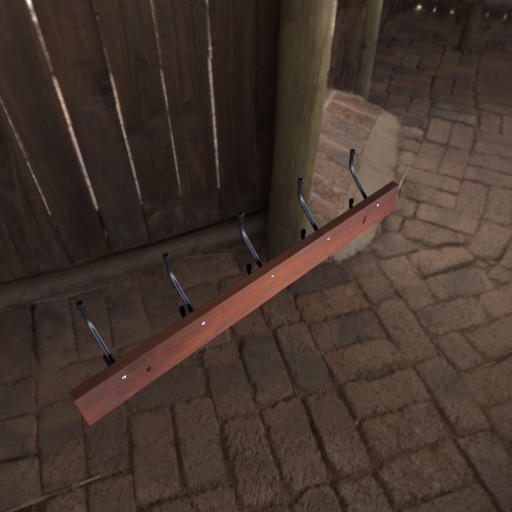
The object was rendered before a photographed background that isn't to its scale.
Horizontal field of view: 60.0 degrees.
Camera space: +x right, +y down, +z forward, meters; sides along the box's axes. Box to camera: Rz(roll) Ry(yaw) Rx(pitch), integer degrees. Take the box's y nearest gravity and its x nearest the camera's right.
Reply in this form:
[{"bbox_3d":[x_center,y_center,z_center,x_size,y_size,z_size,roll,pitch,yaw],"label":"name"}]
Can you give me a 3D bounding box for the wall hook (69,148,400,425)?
[{"bbox_3d":[0.000,0.000,0.617,0.571,0.117,0.071,-32,54,-28],"label":"wall hook"}]
